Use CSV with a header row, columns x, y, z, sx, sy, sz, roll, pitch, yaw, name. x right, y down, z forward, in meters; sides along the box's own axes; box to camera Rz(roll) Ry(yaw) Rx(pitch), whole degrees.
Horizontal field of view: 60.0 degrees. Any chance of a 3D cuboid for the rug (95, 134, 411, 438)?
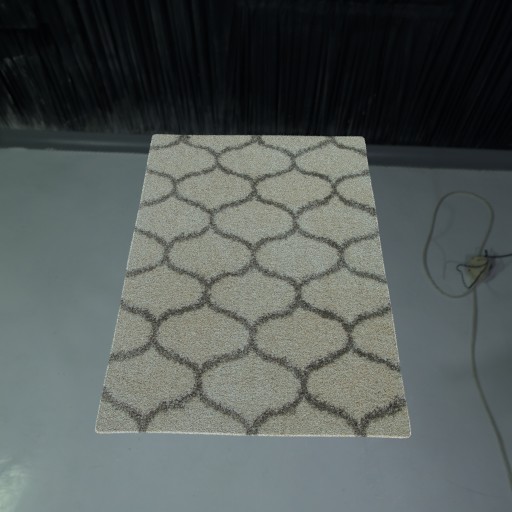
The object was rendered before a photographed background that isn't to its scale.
x,y,z,sx,sy,sz,roll,pitch,yaw,name
0.000,0.000,2.097,1.200,0.025,1.600,1,58,0,rug
